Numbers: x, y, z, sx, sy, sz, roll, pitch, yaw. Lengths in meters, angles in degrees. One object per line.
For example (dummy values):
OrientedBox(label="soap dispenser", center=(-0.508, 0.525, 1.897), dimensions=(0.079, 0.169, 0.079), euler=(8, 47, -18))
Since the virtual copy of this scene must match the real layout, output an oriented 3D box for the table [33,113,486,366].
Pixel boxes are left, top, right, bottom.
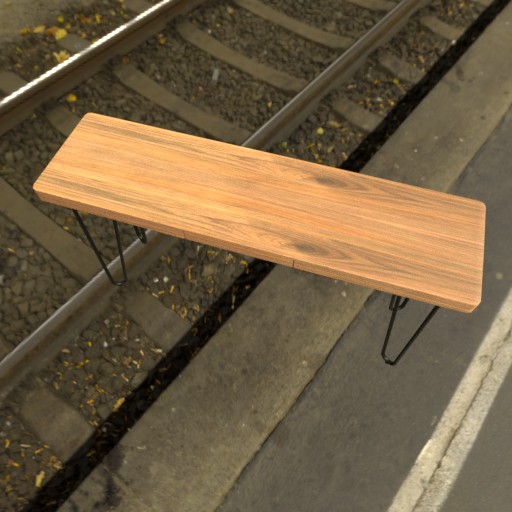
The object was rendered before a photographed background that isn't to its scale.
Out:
OrientedBox(label="table", center=(0.000, 0.000, 1.933), dimensions=(1.570, 0.834, 0.425), euler=(15, 60, 9))
